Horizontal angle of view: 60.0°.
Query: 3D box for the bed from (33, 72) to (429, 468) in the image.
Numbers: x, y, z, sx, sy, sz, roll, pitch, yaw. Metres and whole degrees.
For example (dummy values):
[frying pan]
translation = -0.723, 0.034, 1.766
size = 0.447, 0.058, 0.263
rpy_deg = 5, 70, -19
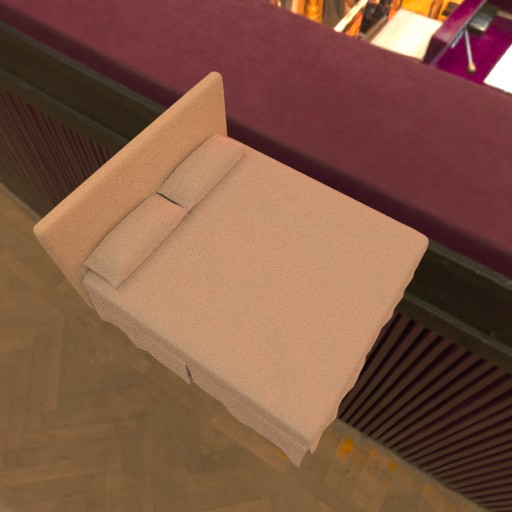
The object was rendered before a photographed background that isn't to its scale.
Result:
[bed]
translation = 0.000, 0.000, 3.614
size = 2.341, 1.317, 2.119
rpy_deg = 30, 63, 17
